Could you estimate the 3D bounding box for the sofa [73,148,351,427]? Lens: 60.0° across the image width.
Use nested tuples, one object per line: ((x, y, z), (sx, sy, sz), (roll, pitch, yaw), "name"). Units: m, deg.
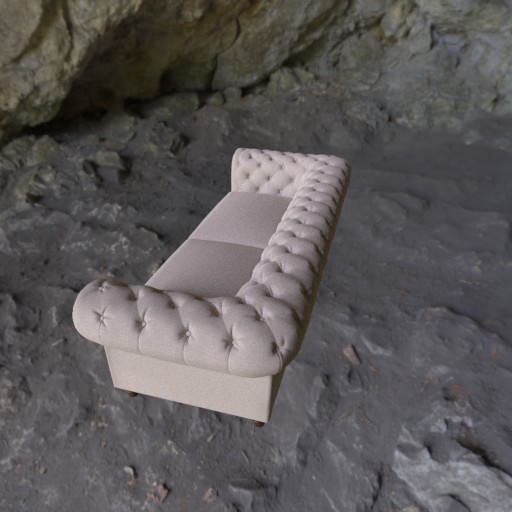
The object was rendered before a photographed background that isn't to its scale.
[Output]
((0.000, 0.000, 3.157), (1.076, 0.847, 2.694), (8, 31, 14), "sofa")
